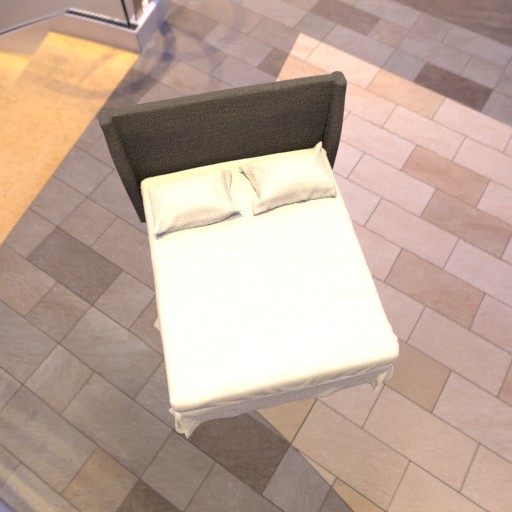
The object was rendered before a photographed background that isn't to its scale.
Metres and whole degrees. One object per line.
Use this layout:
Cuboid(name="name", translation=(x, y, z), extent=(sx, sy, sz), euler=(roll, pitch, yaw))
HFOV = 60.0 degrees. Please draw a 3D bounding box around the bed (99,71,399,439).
Cuboid(name="bed", translation=(0.000, 0.000, 3.480), extent=(1.925, 1.332, 2.276), euler=(-11, 64, -6))
